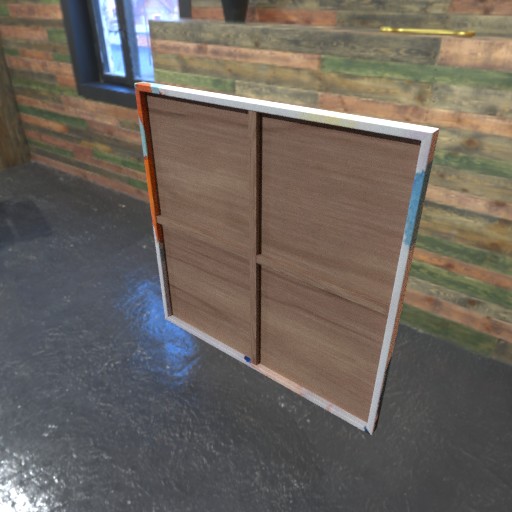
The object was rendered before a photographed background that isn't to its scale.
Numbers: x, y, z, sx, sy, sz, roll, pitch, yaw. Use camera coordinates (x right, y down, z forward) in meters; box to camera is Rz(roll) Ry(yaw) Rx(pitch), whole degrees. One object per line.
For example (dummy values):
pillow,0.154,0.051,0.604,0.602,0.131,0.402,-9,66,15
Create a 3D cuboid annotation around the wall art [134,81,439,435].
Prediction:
wall art,0.000,0.000,1.512,1.017,1.017,0.044,22,37,32
